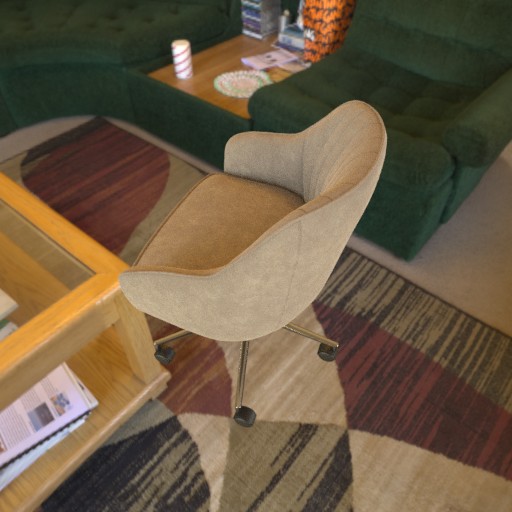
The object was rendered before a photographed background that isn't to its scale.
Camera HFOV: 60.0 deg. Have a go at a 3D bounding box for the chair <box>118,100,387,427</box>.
[{"bbox_3d":[0.000,0.000,1.268,0.573,0.831,0.635,16,49,15],"label":"chair"}]
